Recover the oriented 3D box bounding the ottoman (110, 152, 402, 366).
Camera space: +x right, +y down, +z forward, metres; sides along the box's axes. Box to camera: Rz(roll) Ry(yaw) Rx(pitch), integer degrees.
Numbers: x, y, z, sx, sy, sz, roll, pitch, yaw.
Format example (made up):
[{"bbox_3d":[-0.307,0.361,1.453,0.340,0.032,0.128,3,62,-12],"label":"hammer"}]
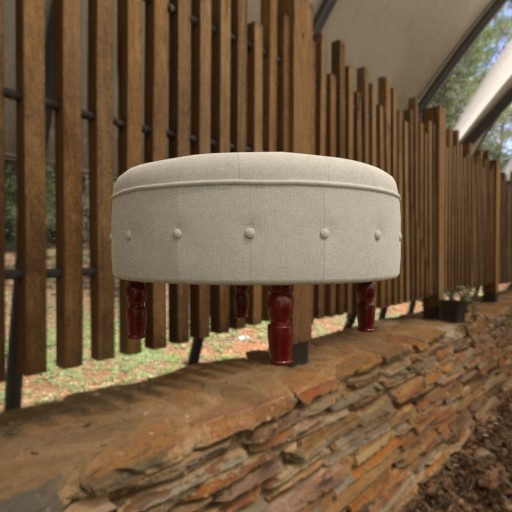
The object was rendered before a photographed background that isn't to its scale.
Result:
[{"bbox_3d":[0.000,0.000,1.367,0.850,0.483,0.850,0,1,0],"label":"ottoman"}]
